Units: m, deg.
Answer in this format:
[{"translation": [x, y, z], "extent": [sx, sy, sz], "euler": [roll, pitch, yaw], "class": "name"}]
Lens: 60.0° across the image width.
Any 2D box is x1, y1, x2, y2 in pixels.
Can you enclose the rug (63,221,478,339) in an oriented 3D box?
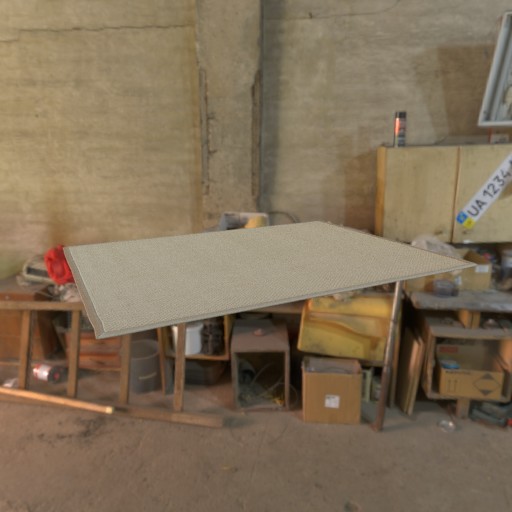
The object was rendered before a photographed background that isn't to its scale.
[{"translation": [0.000, 0.000, 2.708], "extent": [2.081, 0.020, 1.525], "euler": [-8, 17, -26], "class": "rug"}]
